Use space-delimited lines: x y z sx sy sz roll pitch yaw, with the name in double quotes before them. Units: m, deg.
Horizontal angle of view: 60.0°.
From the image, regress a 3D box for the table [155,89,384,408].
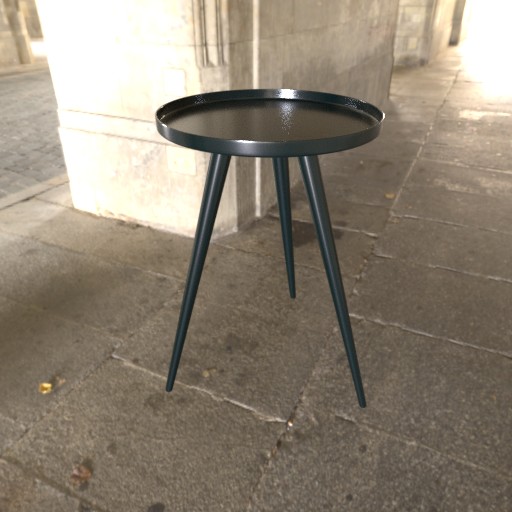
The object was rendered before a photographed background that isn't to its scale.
"table" 0.000 0.000 0.860 0.415 0.548 0.403 -10 32 -17
